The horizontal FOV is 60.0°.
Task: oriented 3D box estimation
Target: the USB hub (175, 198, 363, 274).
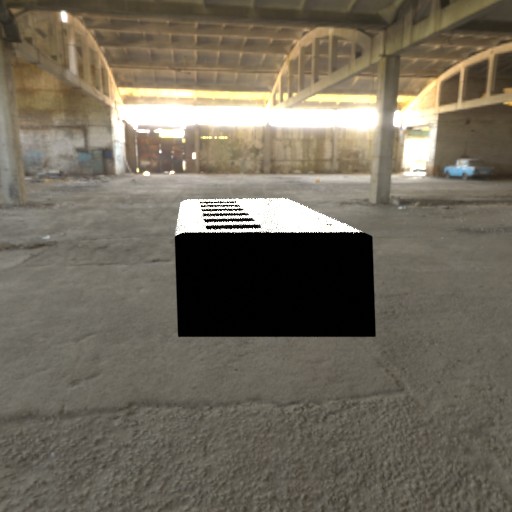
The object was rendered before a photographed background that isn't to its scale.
[{"bbox_3d":[0.000,0.000,0.128,0.044,0.023,0.110,-2,13,-8],"label":"USB hub"}]
